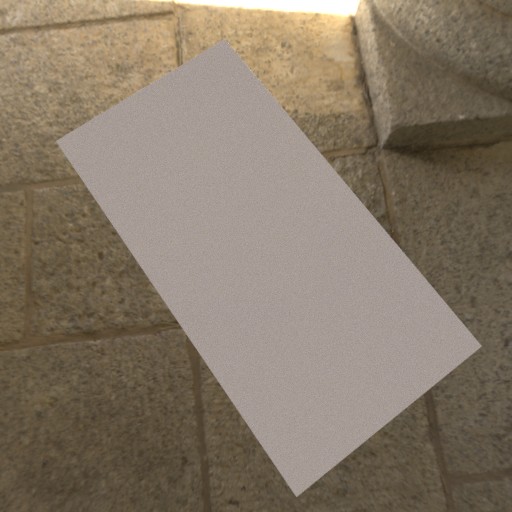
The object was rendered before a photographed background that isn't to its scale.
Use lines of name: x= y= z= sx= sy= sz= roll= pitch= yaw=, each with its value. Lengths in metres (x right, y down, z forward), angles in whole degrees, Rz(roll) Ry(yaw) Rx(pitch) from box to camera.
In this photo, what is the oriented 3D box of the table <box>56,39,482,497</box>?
table: x=0.000 y=0.000 z=1.644 sx=0.700 sy=0.470 sz=1.350 roll=-35 pitch=78 yaw=-8
